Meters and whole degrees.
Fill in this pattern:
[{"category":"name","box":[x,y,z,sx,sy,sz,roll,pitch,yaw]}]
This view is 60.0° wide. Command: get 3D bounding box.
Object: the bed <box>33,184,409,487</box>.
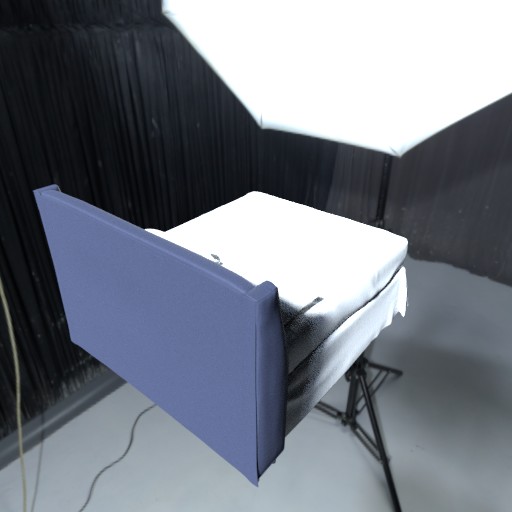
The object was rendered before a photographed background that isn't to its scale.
[{"category":"bed","box":[0.000,0.000,3.411,1.925,1.332,2.276,23,37,34]}]
